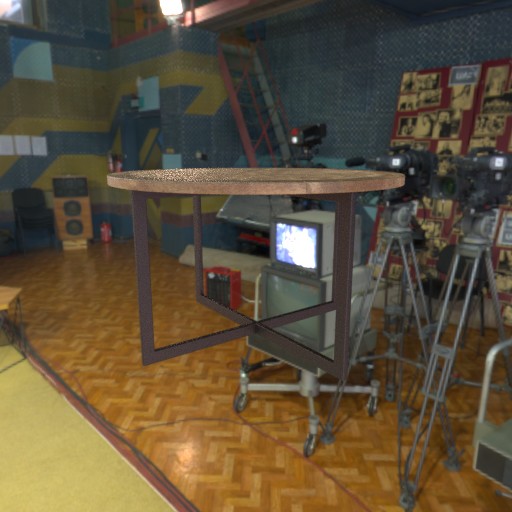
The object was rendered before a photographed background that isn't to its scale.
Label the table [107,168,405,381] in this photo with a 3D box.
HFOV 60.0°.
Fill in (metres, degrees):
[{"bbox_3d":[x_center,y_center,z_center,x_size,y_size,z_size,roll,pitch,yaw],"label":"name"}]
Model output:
[{"bbox_3d":[0.000,0.000,2.064,1.264,0.762,1.264,0,13,0],"label":"table"}]
